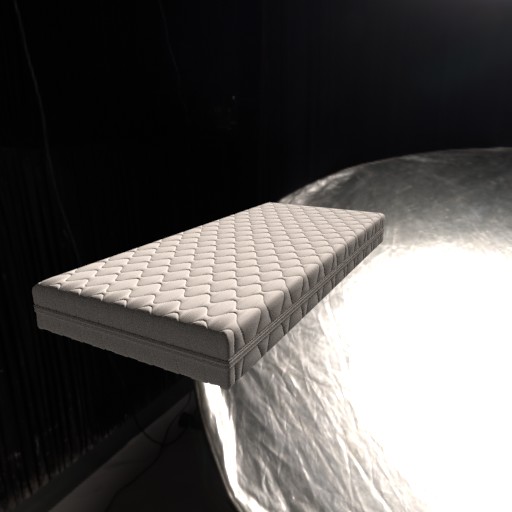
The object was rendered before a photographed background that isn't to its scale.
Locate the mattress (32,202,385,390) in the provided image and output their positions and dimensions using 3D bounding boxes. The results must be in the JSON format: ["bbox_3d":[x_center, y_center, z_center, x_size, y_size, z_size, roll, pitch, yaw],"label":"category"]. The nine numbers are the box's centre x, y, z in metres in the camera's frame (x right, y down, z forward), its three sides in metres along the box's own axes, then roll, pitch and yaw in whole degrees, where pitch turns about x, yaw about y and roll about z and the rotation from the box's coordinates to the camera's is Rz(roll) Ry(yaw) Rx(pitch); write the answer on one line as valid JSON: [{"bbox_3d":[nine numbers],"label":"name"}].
[{"bbox_3d":[0.000,0.000,2.365,0.900,0.200,2.000,9,19,27],"label":"mattress"}]
